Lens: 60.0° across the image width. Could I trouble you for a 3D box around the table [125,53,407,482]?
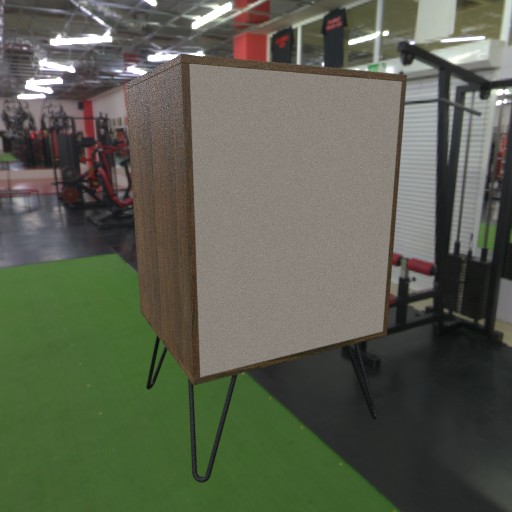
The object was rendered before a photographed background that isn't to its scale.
[{"bbox_3d":[0.000,0.000,1.162,0.526,0.866,0.457,-7,16,-27],"label":"table"}]
